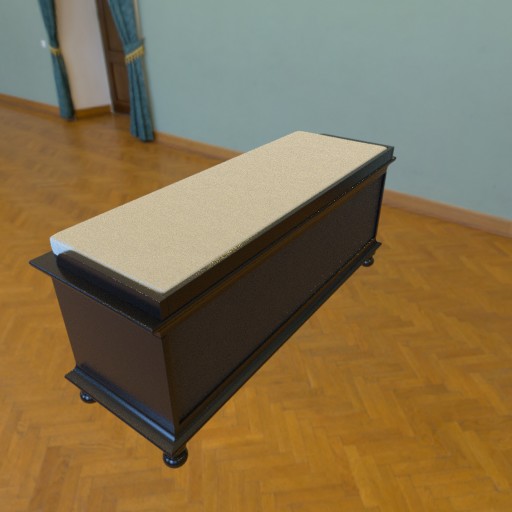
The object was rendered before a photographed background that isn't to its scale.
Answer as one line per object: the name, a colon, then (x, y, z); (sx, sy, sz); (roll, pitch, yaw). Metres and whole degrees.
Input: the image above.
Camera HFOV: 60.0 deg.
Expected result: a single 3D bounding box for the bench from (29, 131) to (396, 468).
bench: (0.000, 0.000, 1.407); (0.402, 0.501, 1.185); (21, 37, 30)
